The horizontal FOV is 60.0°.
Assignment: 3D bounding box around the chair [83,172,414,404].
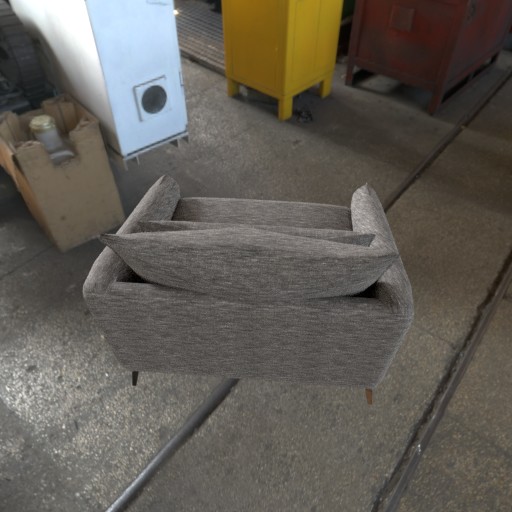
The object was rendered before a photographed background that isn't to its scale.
[{"bbox_3d":[0.000,0.000,1.662,1.004,0.842,0.805,3,46,3],"label":"chair"}]
